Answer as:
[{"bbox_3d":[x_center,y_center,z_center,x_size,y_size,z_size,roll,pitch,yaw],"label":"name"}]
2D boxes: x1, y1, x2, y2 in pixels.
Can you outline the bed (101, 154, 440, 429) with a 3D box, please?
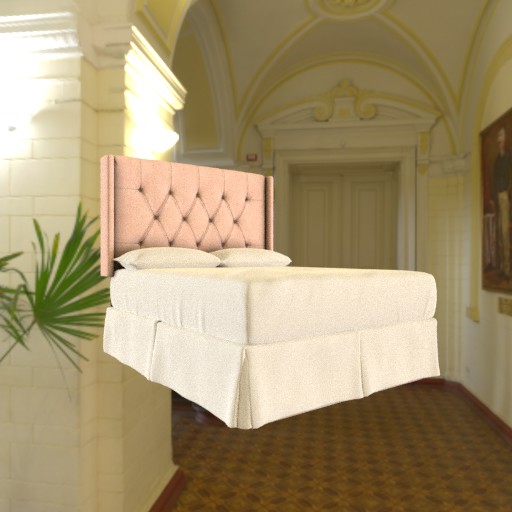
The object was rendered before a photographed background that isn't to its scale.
[{"bbox_3d":[0.000,0.000,3.331,1.719,1.665,2.066,0,0,-37],"label":"bed"}]
